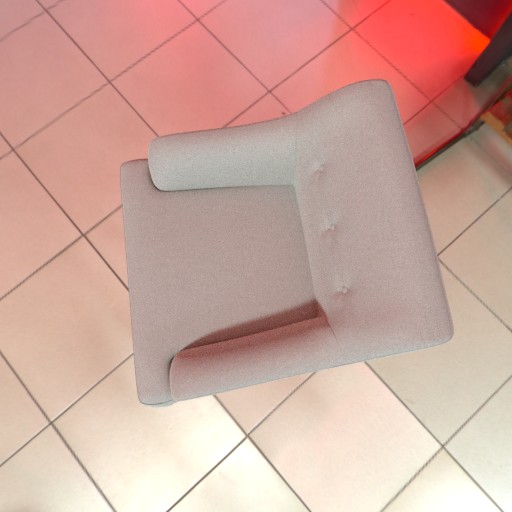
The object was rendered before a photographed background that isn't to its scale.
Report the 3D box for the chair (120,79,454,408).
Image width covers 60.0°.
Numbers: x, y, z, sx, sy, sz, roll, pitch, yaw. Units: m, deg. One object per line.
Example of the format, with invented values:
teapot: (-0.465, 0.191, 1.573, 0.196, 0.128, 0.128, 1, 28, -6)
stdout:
chair: (0.000, 0.000, 1.608, 0.951, 0.818, 0.946, -8, 76, -2)
